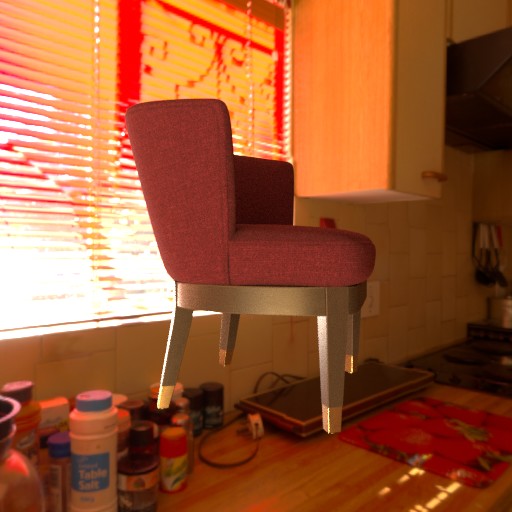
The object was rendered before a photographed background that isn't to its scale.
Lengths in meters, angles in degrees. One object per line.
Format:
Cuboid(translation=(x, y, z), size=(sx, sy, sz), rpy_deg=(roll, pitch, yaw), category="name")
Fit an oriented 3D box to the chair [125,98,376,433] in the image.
Cuboid(translation=(0.000, 0.000, 1.269), size=(0.660, 0.760, 0.700), rpy_deg=(0, 0, 17), category="chair")
